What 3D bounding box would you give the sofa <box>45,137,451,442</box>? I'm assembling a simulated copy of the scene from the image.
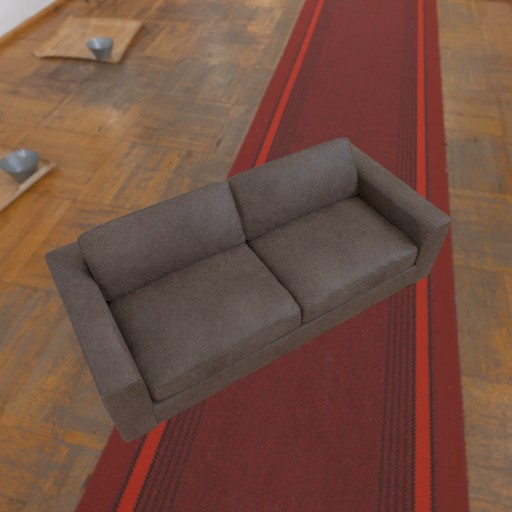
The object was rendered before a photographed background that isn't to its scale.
[{"bbox_3d":[0.000,0.000,2.780,2.262,0.801,1.070,-24,52,-21],"label":"sofa"}]
